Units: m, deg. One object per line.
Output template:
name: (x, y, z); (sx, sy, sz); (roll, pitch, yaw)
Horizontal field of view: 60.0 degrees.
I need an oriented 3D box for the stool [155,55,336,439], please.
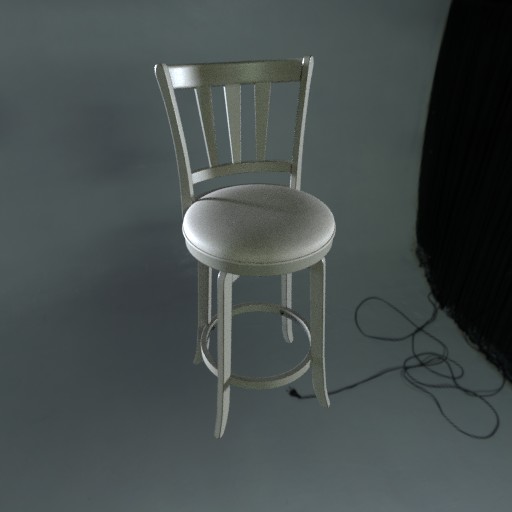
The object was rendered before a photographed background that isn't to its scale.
stool: (0.000, 0.000, 1.321); (0.436, 1.042, 0.475); (-10, 34, -15)
